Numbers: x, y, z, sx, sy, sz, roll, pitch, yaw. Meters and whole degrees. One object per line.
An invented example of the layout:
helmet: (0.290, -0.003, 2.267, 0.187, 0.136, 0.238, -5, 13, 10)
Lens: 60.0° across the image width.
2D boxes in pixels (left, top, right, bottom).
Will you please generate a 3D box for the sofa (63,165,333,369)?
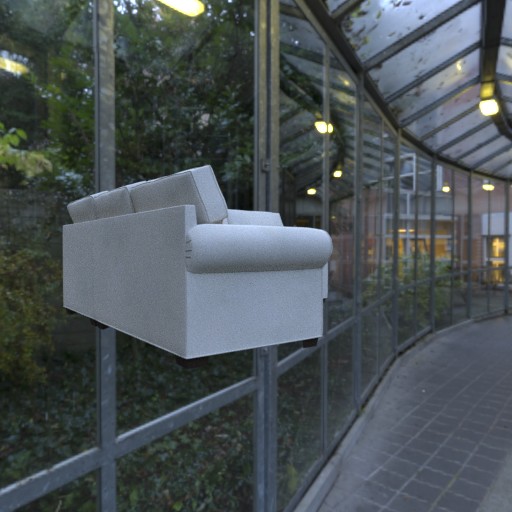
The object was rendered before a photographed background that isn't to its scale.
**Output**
sofa: (0.000, 0.000, 3.811, 2.569, 1.054, 2.487, -1, 1, -37)
